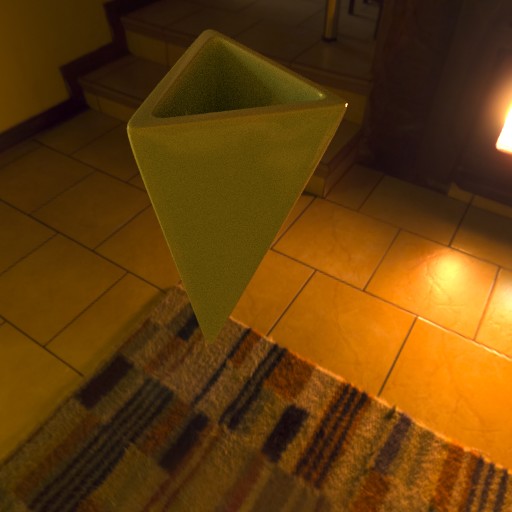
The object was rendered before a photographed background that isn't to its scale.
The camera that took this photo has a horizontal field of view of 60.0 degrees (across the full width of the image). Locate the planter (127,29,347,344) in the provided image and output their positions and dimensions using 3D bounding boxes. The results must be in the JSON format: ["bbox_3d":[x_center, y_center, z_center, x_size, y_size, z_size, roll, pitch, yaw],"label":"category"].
[{"bbox_3d":[0.000,0.000,0.217,0.064,0.178,0.080,10,47,9],"label":"planter"}]
